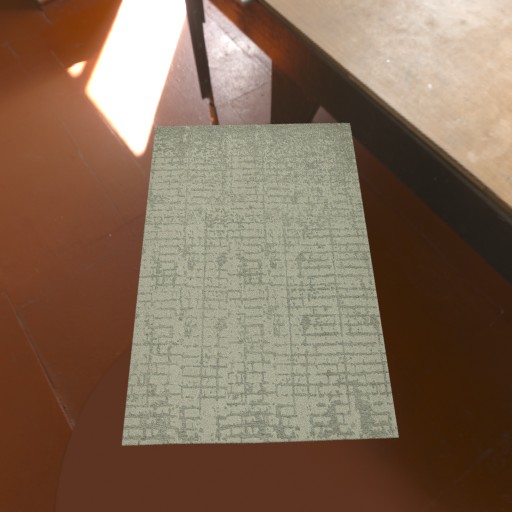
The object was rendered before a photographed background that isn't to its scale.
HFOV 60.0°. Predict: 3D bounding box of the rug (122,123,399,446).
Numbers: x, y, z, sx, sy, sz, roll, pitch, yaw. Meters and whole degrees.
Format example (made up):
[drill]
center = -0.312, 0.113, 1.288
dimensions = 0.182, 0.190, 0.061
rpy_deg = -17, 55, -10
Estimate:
[rug]
center = 0.000, 0.000, 2.346
dimensions = 1.211, 0.007, 1.827
rpy_deg = -1, 63, -1
